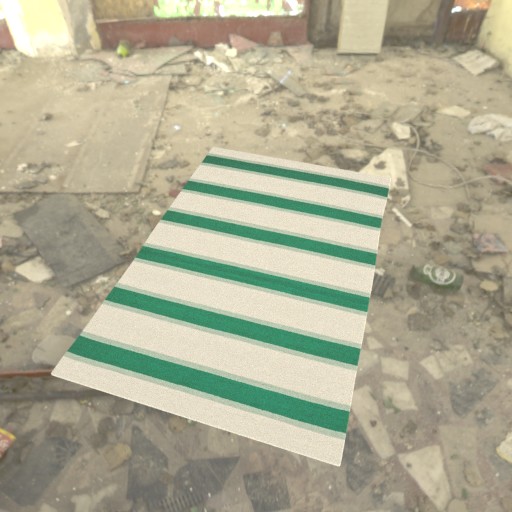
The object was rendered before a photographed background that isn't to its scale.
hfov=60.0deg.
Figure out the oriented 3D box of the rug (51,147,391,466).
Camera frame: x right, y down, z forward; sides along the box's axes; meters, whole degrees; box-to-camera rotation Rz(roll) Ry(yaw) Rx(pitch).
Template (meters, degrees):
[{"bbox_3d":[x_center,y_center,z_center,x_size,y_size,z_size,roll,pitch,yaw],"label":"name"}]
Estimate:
[{"bbox_3d":[0.000,0.000,2.321,1.210,0.012,1.829,13,47,12],"label":"rug"}]
